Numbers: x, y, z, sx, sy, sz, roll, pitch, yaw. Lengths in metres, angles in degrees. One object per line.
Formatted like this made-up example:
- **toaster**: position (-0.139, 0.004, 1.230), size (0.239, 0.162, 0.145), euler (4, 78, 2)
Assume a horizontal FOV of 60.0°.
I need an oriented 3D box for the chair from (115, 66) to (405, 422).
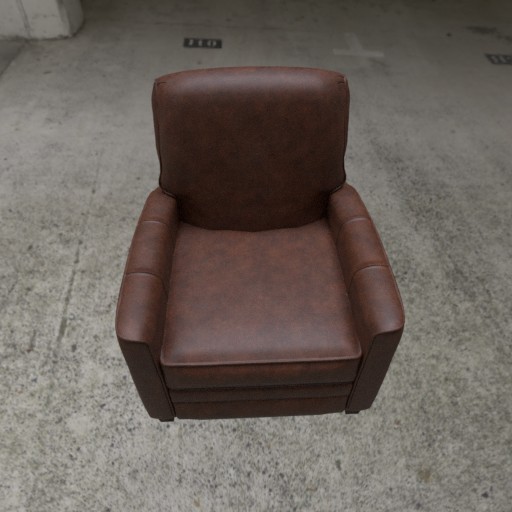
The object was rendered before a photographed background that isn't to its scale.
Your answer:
- **chair**: position (0.000, 0.000, 1.558), size (0.839, 1.010, 0.850), euler (-2, 46, -2)
